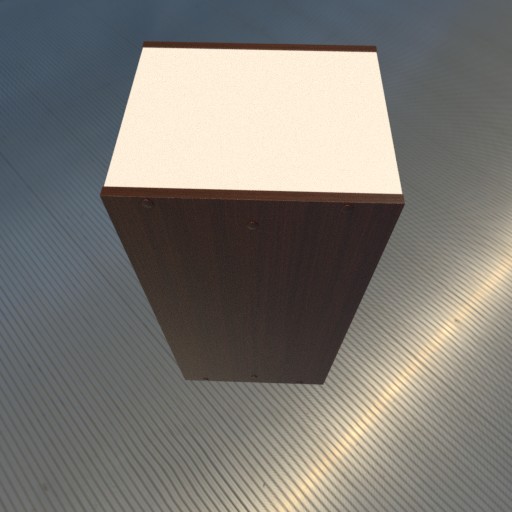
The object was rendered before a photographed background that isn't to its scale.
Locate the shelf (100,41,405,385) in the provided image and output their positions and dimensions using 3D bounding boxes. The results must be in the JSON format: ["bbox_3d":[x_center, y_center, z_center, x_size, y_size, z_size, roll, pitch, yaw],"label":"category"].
[{"bbox_3d":[0.000,0.000,0.740,0.290,0.600,0.253,2,58,1],"label":"shelf"}]
